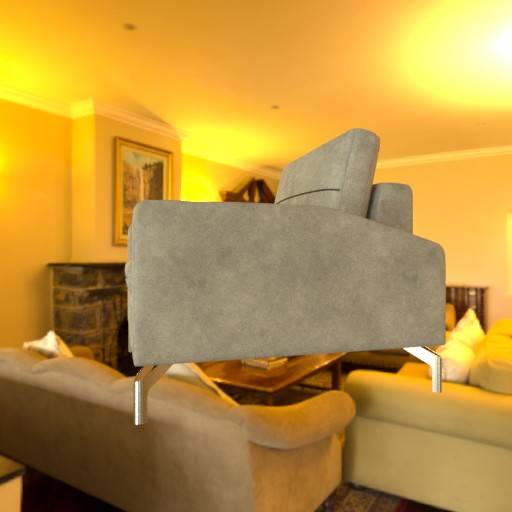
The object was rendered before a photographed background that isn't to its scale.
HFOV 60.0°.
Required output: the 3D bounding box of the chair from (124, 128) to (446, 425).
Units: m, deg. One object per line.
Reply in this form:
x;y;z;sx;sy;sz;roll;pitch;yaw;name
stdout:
0.000;0.000;1.583;0.900;0.800;0.900;0;0;-17;chair
